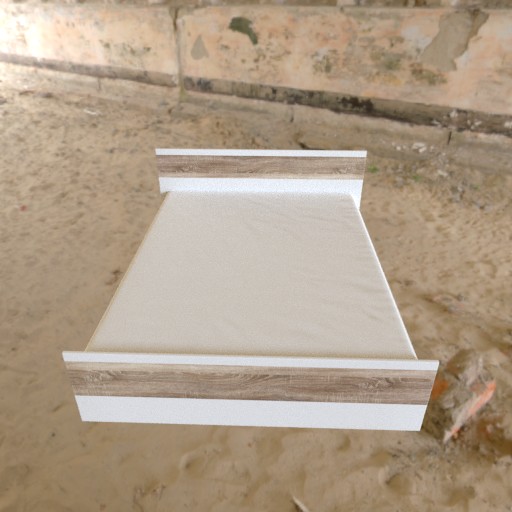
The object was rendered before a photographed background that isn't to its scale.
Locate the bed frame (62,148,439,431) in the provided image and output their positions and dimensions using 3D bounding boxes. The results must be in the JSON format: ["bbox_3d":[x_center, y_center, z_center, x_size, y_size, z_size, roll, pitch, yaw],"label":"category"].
[{"bbox_3d":[0.000,0.000,2.939,1.720,0.800,2.060,1,31,2],"label":"bed frame"}]
